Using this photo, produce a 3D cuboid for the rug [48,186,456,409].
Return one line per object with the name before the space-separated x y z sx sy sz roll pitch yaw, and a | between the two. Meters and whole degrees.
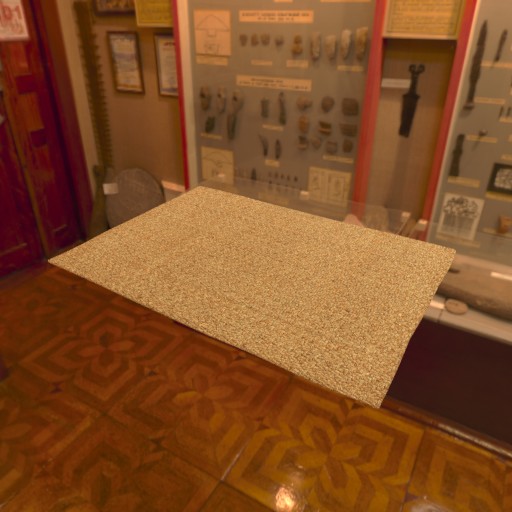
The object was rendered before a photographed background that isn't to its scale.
rug | 0.000 0.000 2.812 2.141 0.013 1.566 17 34 28
